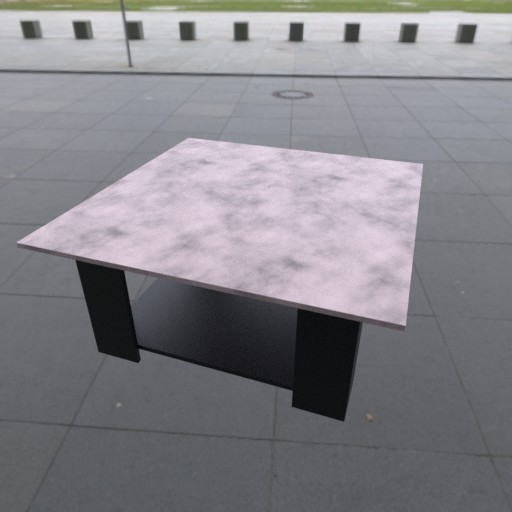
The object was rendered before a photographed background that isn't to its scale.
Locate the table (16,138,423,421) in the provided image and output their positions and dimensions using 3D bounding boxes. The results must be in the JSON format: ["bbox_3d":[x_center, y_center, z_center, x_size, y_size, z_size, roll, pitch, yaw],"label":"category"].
[{"bbox_3d":[0.000,0.000,1.042,0.670,0.305,0.670,11,33,17],"label":"table"}]
